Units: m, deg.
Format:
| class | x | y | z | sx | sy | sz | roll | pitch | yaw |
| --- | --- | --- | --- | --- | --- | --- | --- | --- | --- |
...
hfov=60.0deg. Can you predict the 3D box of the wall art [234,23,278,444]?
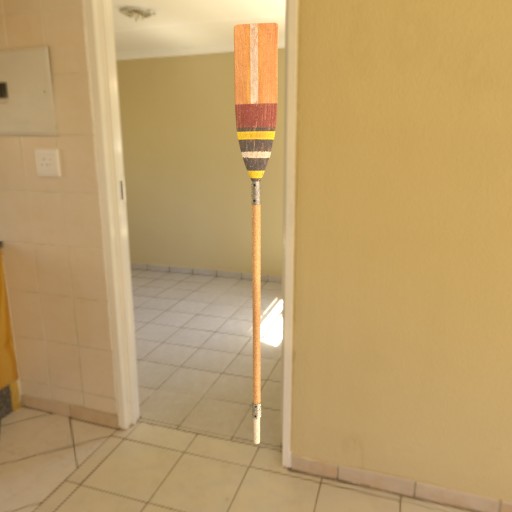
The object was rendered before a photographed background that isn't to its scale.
| class | x | y | z | sx | sy | sz | roll | pitch | yaw |
| --- | --- | --- | --- | --- | --- | --- | --- | --- | --- |
| wall art | 0.000 | 0.000 | 1.624 | 0.146 | 1.556 | 0.038 | 2 | 13 | 8 |
